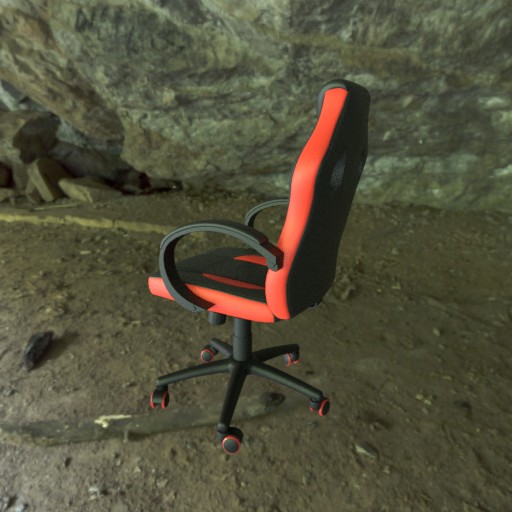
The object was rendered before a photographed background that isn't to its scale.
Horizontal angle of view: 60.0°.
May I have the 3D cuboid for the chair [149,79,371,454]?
[{"bbox_3d":[0.000,0.000,1.412,0.642,1.016,0.600,8,17,26],"label":"chair"}]
